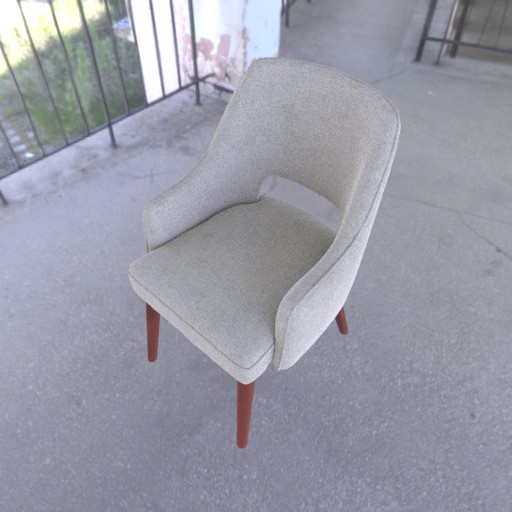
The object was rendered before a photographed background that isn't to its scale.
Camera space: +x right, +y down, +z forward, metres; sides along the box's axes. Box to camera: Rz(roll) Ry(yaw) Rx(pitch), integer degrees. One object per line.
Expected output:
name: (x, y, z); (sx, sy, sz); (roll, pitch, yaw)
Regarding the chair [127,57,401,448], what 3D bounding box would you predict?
chair: (0.000, 0.000, 1.227); (0.548, 0.849, 0.605); (34, 55, 28)
